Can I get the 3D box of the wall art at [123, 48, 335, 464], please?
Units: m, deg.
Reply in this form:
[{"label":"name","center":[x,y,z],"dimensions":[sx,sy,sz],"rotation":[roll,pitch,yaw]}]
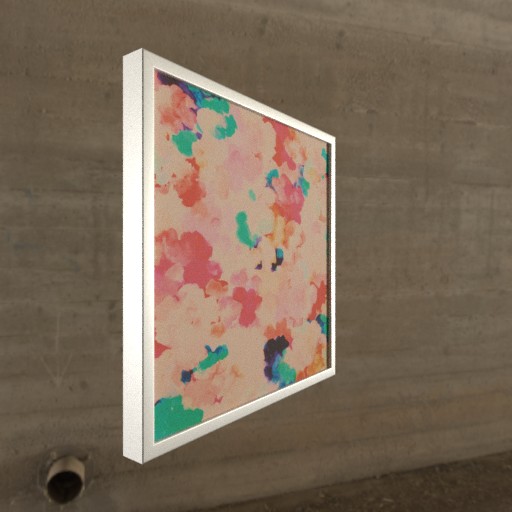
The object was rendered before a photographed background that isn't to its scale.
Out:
[{"label":"wall art","center":[0.000,0.000,0.751],"dimensions":[0.038,0.505,0.506],"rotation":[0,0,37]}]
